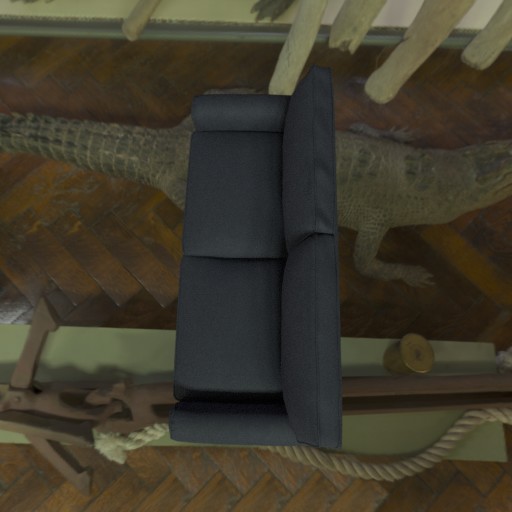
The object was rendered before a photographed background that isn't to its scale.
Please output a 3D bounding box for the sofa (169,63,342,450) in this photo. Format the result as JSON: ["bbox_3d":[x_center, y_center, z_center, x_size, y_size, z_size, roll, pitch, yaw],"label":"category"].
[{"bbox_3d":[0.000,0.000,2.855,0.983,1.094,2.256,1,75,0],"label":"sofa"}]
